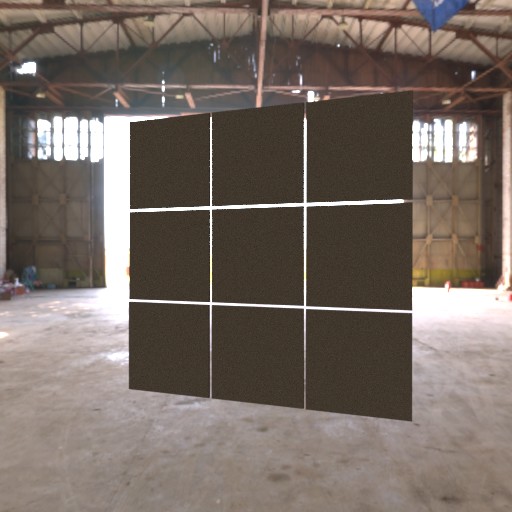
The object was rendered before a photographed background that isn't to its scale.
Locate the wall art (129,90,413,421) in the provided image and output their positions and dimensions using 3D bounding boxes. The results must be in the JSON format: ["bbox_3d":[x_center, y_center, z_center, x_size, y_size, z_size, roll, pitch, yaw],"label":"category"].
[{"bbox_3d":[0.000,0.000,1.826,1.216,1.216,0.013,0,0,19],"label":"wall art"}]
